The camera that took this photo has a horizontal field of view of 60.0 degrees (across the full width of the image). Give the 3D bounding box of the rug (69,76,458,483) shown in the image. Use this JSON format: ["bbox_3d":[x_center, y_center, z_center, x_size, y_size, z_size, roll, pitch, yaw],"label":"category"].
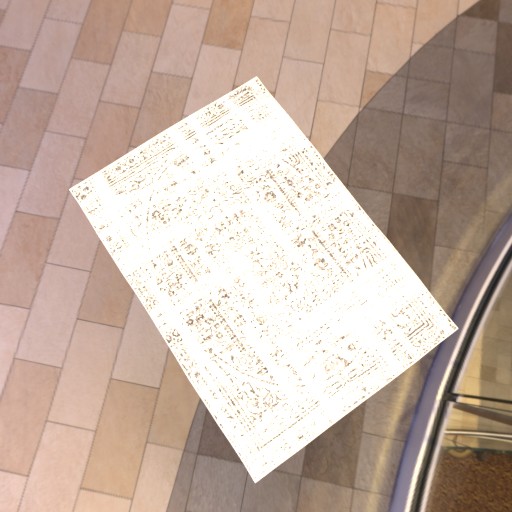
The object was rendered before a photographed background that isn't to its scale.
[{"bbox_3d":[0.000,0.000,3.160,1.706,0.026,2.438,-34,78,-8],"label":"rug"}]
